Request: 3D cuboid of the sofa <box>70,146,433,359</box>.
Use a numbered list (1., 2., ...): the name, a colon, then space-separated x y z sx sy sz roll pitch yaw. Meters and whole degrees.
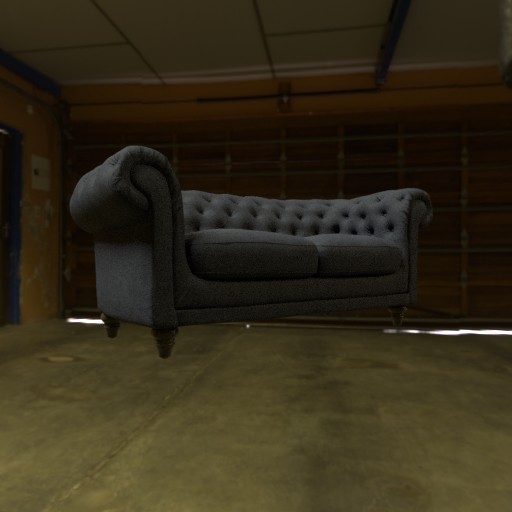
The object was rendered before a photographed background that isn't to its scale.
1. sofa: 0.000 0.000 2.551 1.988 0.833 1.082 0 -1 -36
